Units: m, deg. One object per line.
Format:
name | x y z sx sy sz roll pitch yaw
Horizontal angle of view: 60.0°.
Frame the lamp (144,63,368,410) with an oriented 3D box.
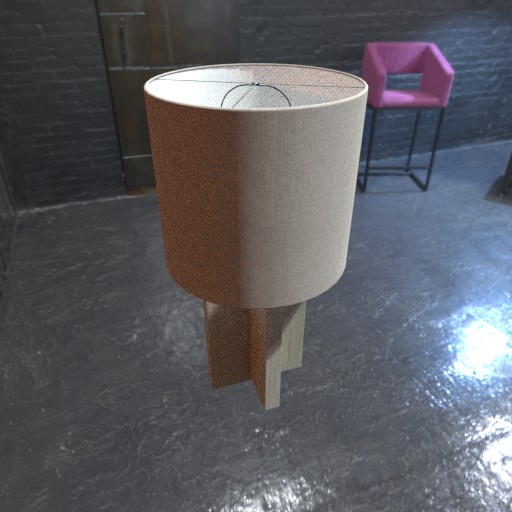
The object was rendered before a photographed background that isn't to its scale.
lamp | 0.000 0.000 0.573 0.229 0.428 0.229 -10 34 -16
